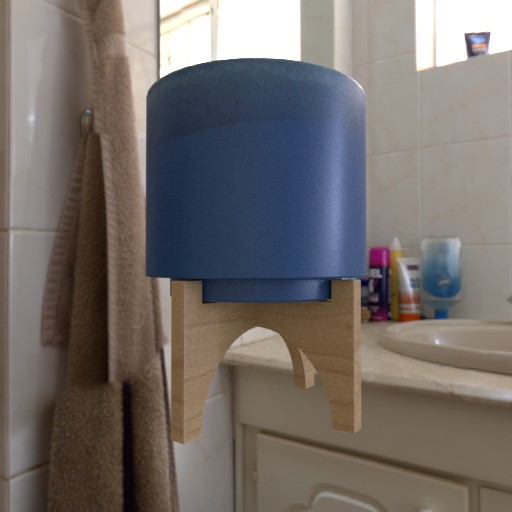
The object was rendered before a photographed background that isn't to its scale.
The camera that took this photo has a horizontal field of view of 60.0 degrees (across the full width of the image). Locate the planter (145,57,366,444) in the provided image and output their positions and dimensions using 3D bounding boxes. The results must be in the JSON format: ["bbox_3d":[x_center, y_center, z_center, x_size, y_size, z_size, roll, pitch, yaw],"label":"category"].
[{"bbox_3d":[0.000,0.000,0.540,0.261,0.367,0.261,0,-1,0],"label":"planter"}]
